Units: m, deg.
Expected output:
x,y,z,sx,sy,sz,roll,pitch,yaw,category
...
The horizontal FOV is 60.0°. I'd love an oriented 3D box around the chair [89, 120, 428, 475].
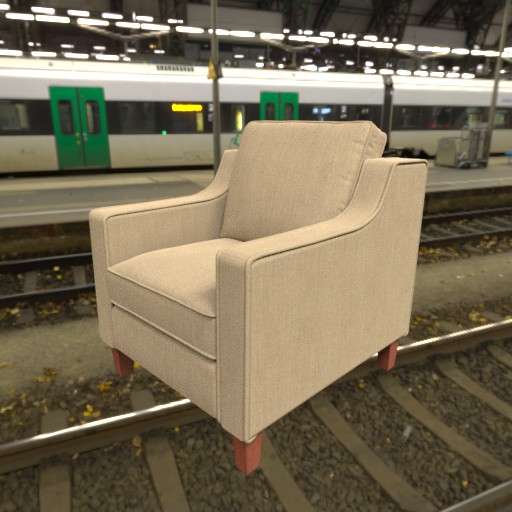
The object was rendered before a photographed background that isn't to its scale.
x,y,z,sx,sy,sz,roll,pitch,yaw,category
0.000,0.000,1.641,0.909,0.960,0.831,-16,23,-42,chair
